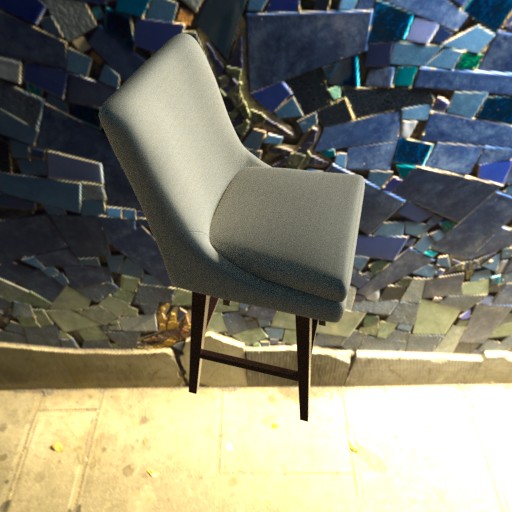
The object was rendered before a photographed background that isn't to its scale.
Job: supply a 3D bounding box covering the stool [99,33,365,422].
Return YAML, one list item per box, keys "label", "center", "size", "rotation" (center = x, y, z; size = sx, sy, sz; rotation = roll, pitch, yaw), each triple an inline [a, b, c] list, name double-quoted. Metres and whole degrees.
- label: "stool"
  center: [0.000, 0.000, 1.334]
  size: [0.559, 1.093, 0.483]
  rotation: [11, 47, 10]
